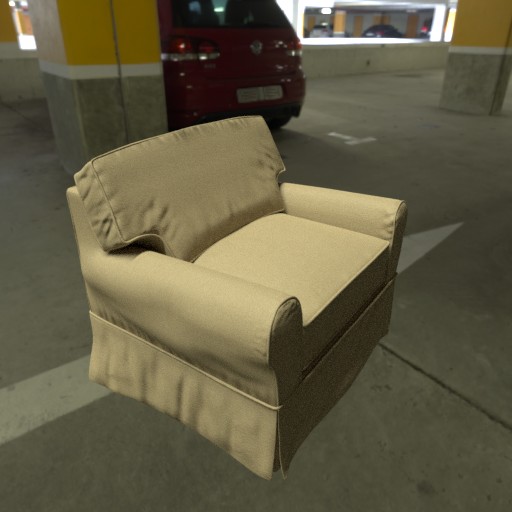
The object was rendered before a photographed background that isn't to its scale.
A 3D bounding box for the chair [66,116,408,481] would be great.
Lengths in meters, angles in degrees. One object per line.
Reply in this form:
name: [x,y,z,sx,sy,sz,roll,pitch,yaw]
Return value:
chair: [0.000,0.000,1.755,0.903,0.937,1.096,18,32,31]
